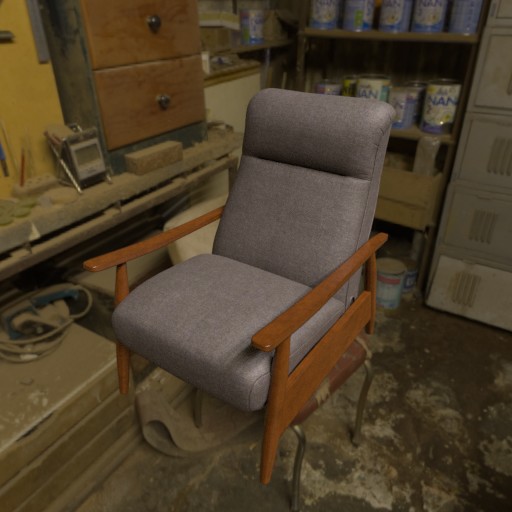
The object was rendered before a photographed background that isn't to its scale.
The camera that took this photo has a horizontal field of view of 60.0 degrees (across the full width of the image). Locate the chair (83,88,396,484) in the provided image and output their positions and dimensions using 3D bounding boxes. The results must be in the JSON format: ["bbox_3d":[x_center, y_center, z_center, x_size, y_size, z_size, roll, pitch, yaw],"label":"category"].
[{"bbox_3d":[0.000,0.000,1.735,0.762,1.081,1.014,19,35,29],"label":"chair"}]
